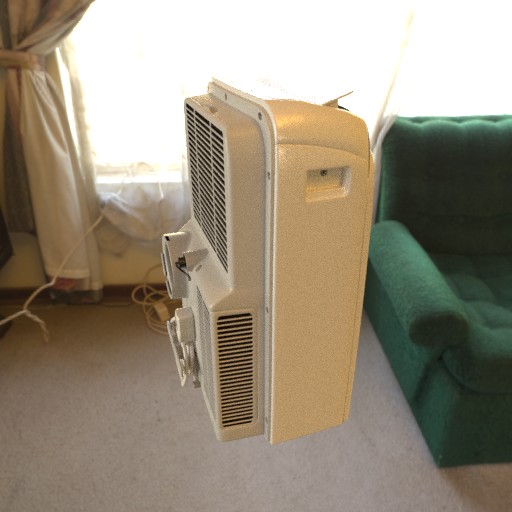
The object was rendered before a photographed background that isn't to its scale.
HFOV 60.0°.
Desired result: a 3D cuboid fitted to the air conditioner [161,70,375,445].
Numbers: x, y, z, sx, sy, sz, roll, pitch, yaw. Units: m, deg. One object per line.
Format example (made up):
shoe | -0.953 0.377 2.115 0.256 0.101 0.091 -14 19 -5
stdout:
air conditioner | 0.000 0.000 1.047 0.414 0.786 0.449 -9 30 -17
